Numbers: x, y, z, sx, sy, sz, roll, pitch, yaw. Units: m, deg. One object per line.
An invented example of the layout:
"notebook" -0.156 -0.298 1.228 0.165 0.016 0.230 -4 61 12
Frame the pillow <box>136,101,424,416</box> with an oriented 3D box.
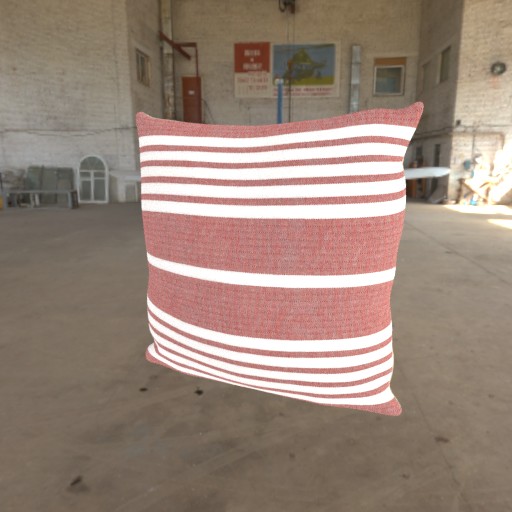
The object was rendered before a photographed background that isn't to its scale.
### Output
"pillow" 0.000 0.000 0.657 0.439 0.427 0.182 6 13 24
